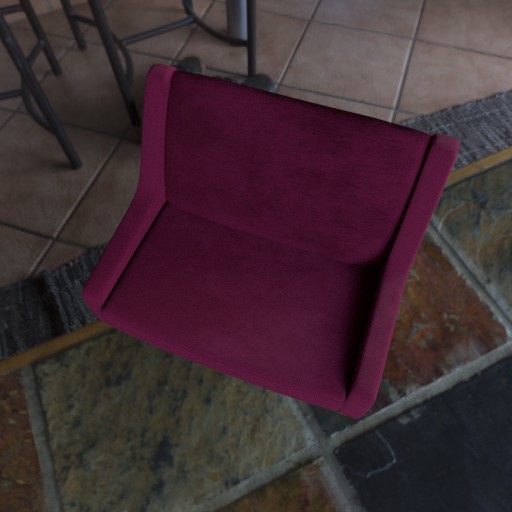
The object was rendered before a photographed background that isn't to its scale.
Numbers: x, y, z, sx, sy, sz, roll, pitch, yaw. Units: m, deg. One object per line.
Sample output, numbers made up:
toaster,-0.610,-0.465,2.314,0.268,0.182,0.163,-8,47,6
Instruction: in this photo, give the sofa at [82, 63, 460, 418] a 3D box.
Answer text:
sofa,0.000,0.000,1.889,1.242,0.976,0.946,18,61,10
